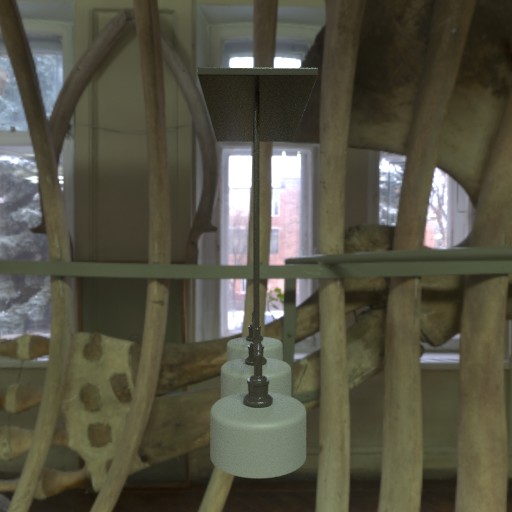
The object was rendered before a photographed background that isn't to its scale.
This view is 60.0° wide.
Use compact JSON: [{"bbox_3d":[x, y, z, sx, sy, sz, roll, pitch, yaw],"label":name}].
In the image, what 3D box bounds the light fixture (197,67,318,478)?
[{"bbox_3d":[0.000,0.000,0.849,0.177,0.557,0.582,0,1,-1],"label":"light fixture"}]
